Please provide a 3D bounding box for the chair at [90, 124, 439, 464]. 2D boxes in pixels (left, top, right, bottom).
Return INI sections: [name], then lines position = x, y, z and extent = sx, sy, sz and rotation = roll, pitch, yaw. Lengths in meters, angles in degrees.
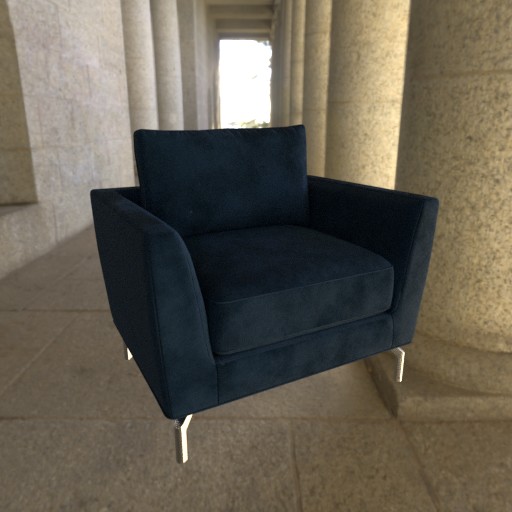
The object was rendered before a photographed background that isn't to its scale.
[chair]
position = 0.000, 0.000, 1.578
extent = 0.977, 0.893, 0.746
rotation = -9, 19, -28
